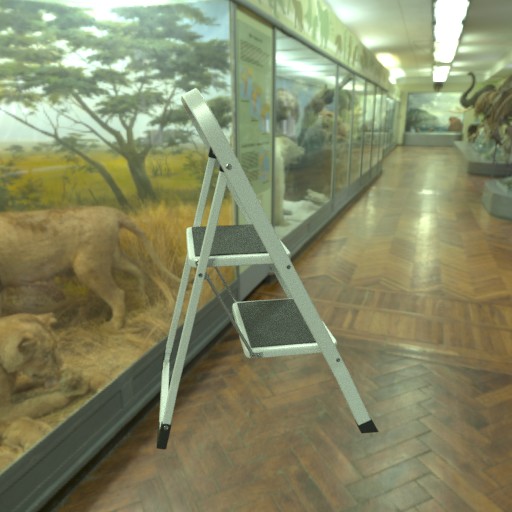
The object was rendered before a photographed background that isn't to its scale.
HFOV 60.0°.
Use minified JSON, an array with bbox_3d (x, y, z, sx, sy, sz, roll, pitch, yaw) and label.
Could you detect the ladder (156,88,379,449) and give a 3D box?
[{"bbox_3d":[0.000,0.000,1.159,0.544,0.810,0.460,-3,18,-9],"label":"ladder"}]
